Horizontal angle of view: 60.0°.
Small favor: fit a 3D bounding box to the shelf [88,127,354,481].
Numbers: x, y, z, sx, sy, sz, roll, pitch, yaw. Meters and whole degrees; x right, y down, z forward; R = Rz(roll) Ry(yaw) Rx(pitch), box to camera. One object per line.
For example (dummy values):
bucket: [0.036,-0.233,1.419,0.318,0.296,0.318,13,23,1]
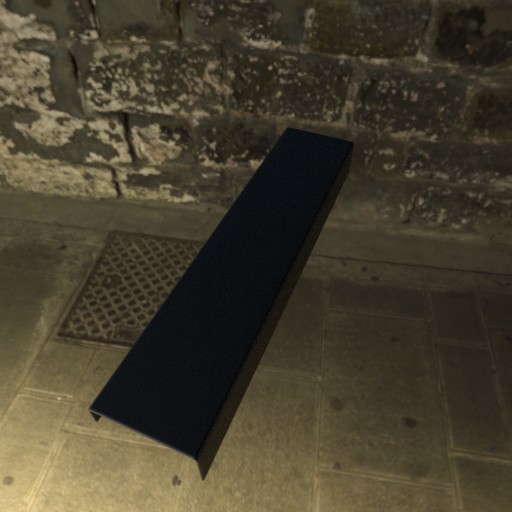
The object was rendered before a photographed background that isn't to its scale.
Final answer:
shelf: [0.000,0.000,0.502,0.102,0.053,0.456,18,50,15]
